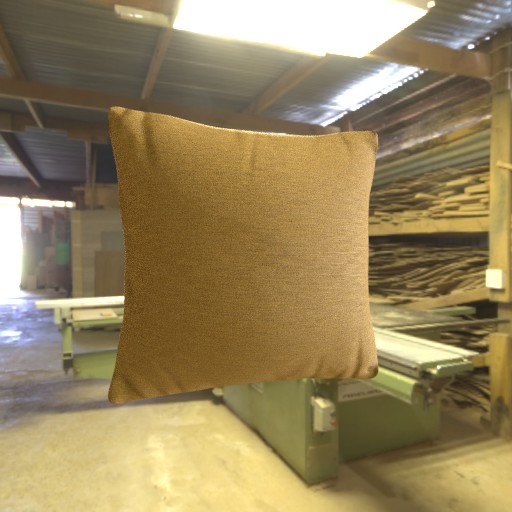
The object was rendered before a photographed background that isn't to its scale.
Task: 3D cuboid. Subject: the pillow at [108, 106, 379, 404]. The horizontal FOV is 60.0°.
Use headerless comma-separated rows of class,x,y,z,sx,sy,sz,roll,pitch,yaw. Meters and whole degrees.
pillow,0.000,0.000,0.684,0.435,0.417,0.247,0,1,-18
